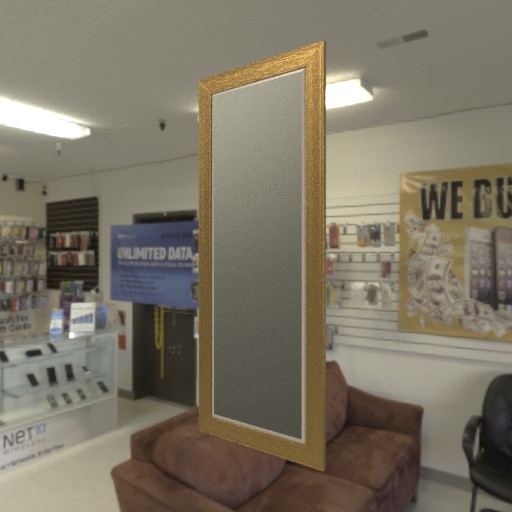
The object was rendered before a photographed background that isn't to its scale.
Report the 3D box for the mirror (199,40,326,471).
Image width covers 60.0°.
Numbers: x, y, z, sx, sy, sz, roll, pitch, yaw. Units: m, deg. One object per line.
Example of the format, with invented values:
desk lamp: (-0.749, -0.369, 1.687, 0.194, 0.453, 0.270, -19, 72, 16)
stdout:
mirror: (0.000, 0.000, 2.343, 0.812, 2.031, 0.025, 0, 0, 37)
